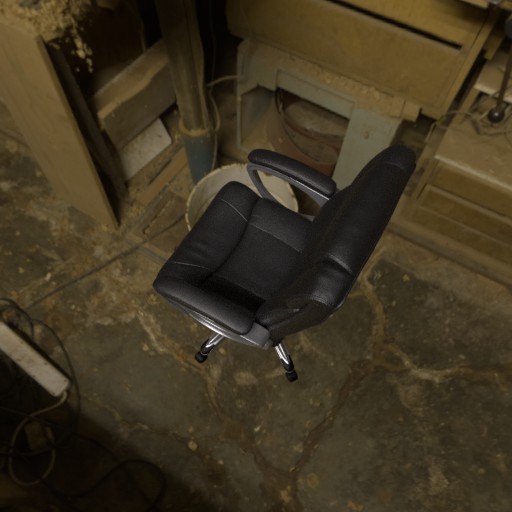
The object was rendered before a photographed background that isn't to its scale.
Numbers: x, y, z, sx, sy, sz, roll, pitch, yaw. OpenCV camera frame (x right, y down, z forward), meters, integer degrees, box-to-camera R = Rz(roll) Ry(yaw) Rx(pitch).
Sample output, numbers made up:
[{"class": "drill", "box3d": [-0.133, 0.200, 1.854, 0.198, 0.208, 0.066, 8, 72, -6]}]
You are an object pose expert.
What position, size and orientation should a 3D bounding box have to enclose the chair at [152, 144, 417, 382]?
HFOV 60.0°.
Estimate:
[{"class": "chair", "box3d": [0.000, 0.000, 1.604, 0.719, 1.130, 0.721, 29, 67, 13]}]
